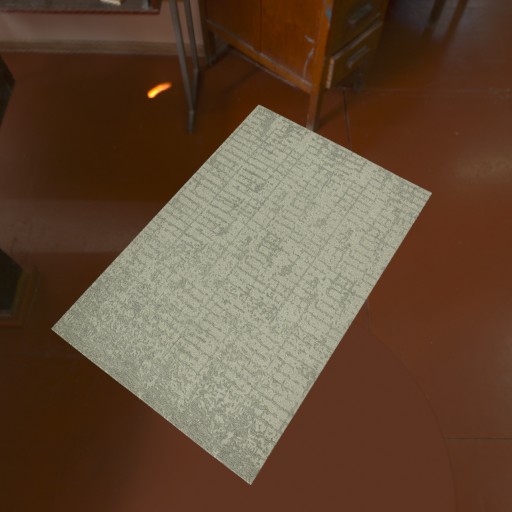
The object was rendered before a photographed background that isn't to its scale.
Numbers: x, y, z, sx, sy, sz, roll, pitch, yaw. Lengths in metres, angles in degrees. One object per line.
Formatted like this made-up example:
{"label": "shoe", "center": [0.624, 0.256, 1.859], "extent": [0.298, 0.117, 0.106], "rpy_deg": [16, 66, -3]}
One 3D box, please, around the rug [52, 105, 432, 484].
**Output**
{"label": "rug", "center": [0.000, 0.000, 2.383], "extent": [1.211, 0.007, 1.827], "rpy_deg": [32, 68, 15]}
